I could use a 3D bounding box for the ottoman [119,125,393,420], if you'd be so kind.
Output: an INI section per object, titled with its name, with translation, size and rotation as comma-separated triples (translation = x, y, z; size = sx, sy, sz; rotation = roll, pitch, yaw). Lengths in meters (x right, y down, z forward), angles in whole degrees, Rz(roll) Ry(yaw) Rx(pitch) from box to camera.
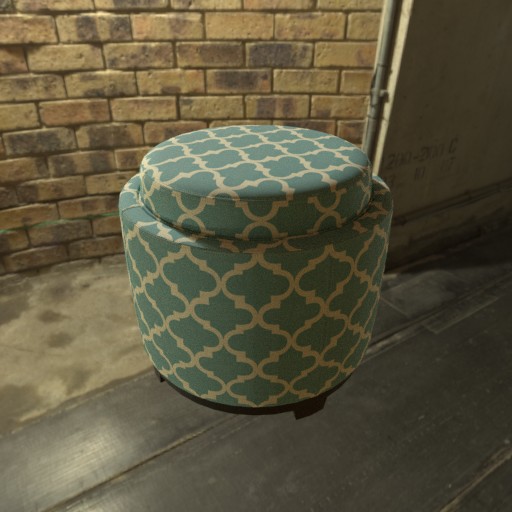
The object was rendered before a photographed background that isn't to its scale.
[ottoman]
translation = 0.000, 0.000, 0.860
size = 0.480, 0.429, 0.480
rotation = 0, 31, 0
